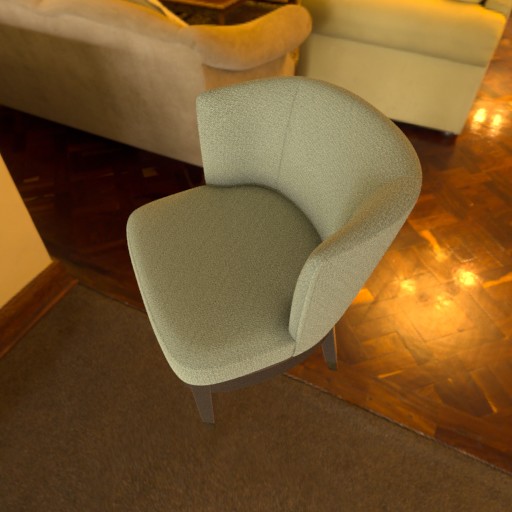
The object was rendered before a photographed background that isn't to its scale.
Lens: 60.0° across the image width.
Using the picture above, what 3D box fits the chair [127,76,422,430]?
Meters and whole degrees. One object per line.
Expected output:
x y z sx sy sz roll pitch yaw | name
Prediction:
0.000 0.000 1.254 0.660 0.760 0.700 -17 48 -16 | chair
